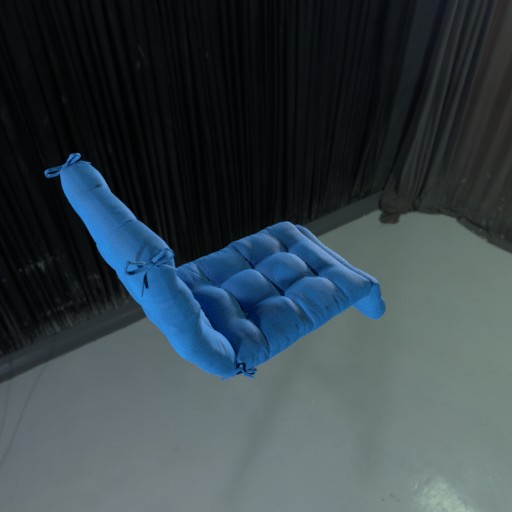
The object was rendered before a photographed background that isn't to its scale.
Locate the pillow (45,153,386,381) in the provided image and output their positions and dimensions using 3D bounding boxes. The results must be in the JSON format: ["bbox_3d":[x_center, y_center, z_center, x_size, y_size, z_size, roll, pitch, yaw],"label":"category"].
[{"bbox_3d":[0.000,0.000,1.498,1.016,0.863,0.526,-27,48,-27],"label":"pillow"}]
